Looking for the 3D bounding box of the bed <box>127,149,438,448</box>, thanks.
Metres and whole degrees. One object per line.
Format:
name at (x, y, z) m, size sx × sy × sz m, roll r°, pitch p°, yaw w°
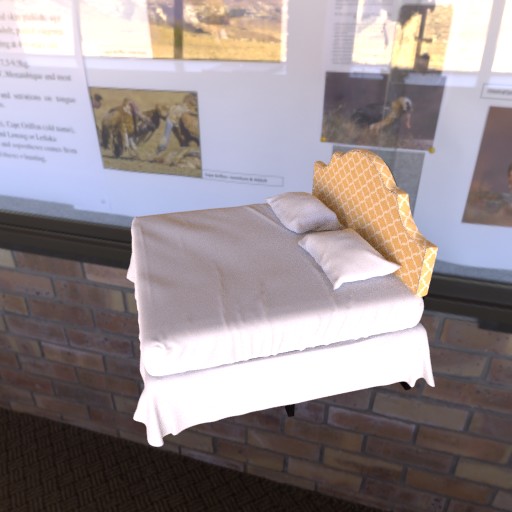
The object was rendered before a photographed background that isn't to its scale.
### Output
bed at (0.000, 0.000, 3.700) m, size 2.222 × 1.601 × 2.314 m, roll -8°, pitch 30°, yaw -14°
